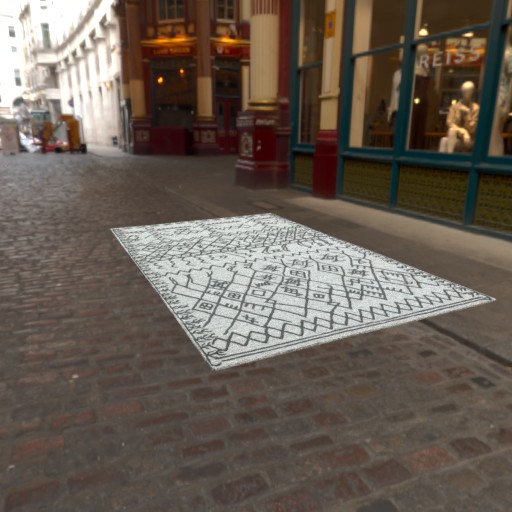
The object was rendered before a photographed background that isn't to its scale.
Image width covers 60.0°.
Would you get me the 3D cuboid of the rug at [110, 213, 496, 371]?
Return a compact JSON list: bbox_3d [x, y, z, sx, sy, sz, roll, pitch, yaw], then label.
[{"bbox_3d":[0.000,0.000,4.656,2.393,0.019,3.824,-8,19,-25],"label":"rug"}]
